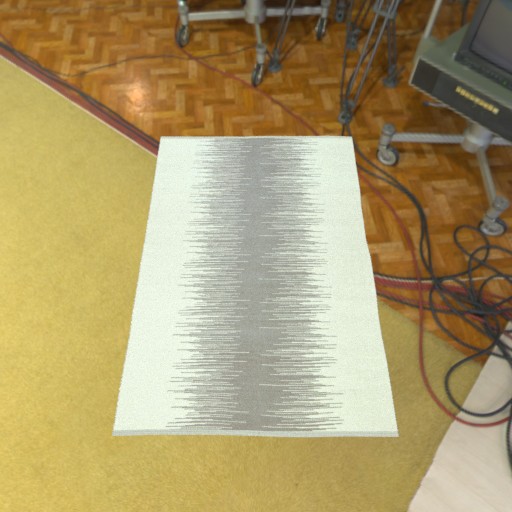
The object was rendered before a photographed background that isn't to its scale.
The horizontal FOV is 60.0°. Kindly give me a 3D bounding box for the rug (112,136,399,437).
[{"bbox_3d":[0.000,0.000,2.369,1.226,0.007,1.815,0,58,0],"label":"rug"}]
